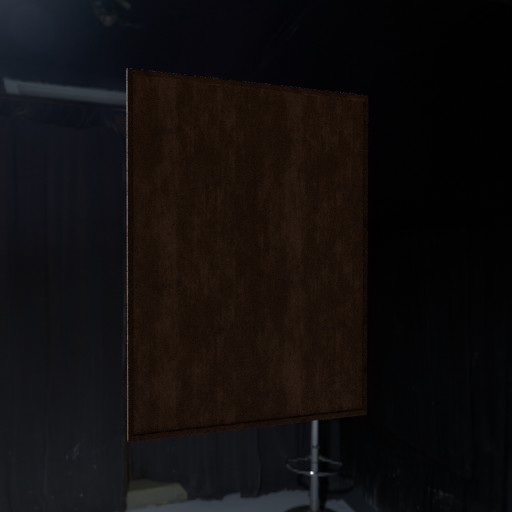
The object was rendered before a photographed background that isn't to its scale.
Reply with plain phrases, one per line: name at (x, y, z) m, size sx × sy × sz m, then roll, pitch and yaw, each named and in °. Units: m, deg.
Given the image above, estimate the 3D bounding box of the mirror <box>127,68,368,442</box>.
mirror at (0.000, 0.000, 1.425) m, size 0.796 × 1.099 × 0.028 m, roll 0°, pitch 1°, yaw -17°
